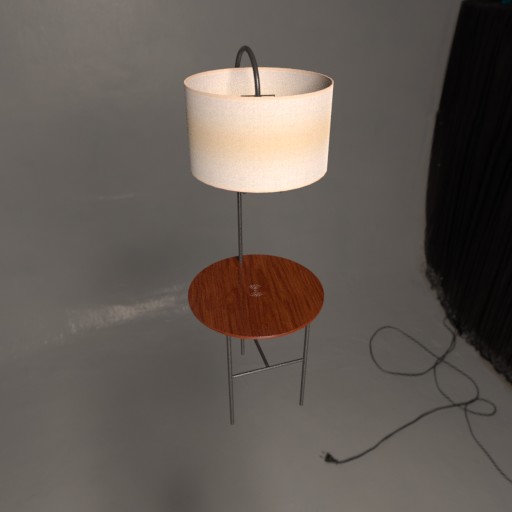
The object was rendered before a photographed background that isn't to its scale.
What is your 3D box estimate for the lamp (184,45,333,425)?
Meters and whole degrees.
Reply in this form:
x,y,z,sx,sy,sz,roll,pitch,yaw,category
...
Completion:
x,y,z,sx,sy,sz,roll,pitch,yaw,category
0.000,0.000,1.785,0.573,1.517,0.573,0,32,0,lamp
